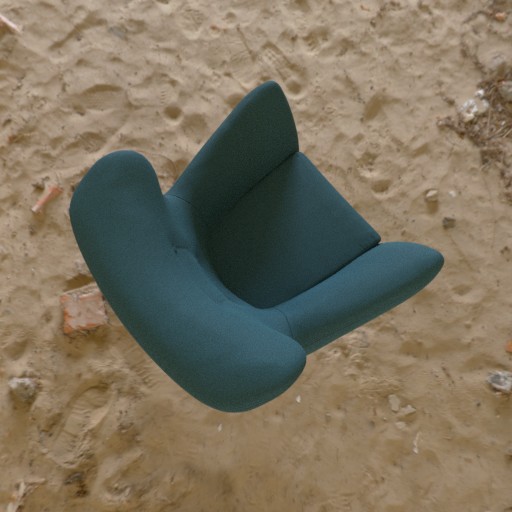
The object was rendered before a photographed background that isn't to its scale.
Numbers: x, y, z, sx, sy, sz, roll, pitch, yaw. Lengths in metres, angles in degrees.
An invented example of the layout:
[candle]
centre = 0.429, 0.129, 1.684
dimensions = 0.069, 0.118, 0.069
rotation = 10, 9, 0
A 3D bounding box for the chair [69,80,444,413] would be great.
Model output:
[chair]
centre = 0.000, 0.000, 1.570
dimensions = 0.889, 0.889, 0.890
rotation = -38, 78, -10
